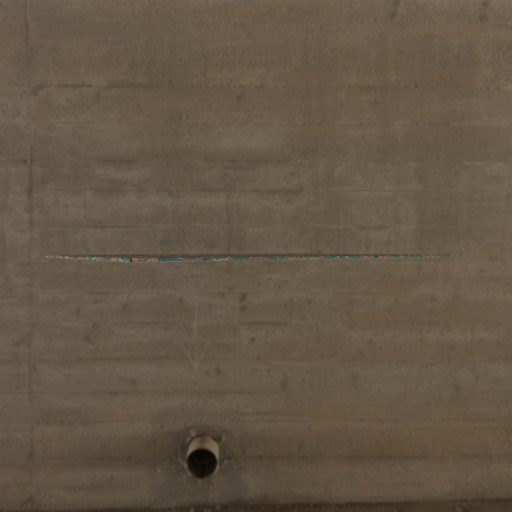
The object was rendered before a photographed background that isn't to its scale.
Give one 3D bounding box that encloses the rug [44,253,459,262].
[{"bbox_3d":[0.000,0.000,2.930,2.290,0.016,1.527,-1,1,-36],"label":"rug"}]
